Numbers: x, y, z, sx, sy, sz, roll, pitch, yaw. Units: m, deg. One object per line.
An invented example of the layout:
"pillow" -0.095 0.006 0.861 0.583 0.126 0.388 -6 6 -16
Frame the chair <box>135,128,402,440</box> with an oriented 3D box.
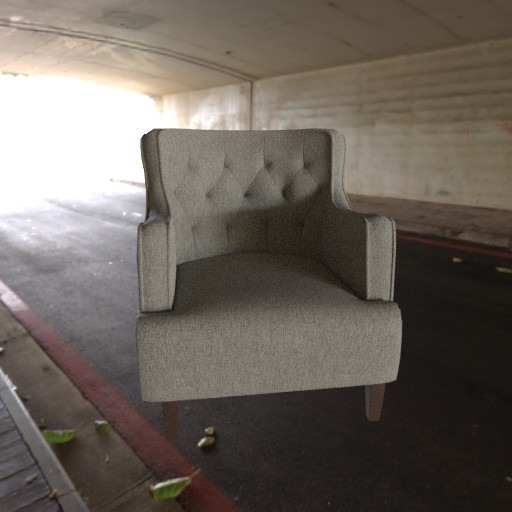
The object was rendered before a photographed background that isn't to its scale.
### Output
"chair" 0.000 0.000 1.612 0.820 0.920 0.910 -2 15 -8
